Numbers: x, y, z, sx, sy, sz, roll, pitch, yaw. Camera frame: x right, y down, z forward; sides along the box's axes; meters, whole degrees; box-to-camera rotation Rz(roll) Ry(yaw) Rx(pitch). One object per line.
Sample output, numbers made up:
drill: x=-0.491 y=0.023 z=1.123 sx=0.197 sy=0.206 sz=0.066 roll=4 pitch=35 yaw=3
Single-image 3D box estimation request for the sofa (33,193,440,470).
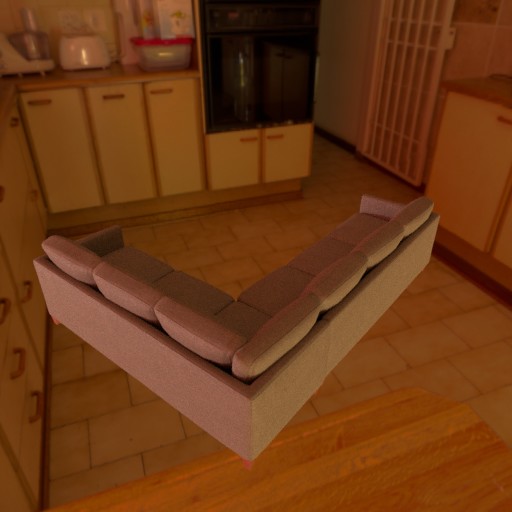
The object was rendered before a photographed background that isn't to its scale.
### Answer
sofa: x=0.000 y=0.000 z=4.514 sx=2.593 sy=0.947 sz=3.302 roll=23 pitch=38 yaw=32
